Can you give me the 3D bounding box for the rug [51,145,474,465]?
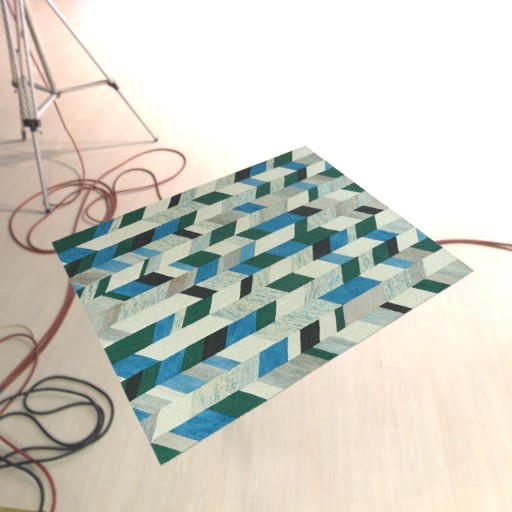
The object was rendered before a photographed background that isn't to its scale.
[{"bbox_3d":[0.000,0.000,4.060,3.036,0.008,2.440,-25,51,-22],"label":"rug"}]
